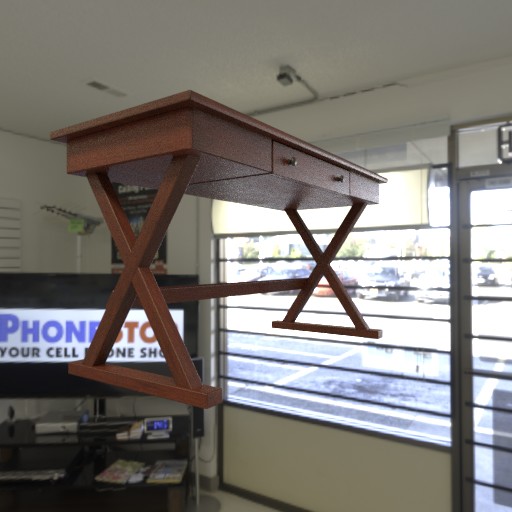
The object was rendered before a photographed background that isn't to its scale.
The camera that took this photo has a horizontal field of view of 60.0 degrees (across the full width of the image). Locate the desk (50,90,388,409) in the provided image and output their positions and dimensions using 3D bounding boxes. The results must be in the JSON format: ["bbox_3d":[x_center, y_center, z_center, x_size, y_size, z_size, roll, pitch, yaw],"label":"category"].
[{"bbox_3d":[0.000,0.000,1.760,0.600,0.761,1.372,0,-1,35],"label":"desk"}]
